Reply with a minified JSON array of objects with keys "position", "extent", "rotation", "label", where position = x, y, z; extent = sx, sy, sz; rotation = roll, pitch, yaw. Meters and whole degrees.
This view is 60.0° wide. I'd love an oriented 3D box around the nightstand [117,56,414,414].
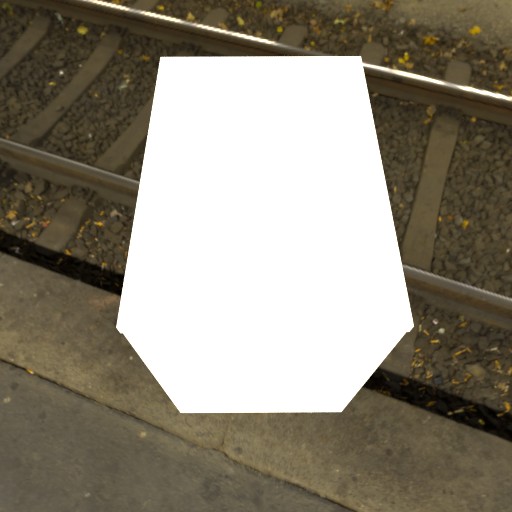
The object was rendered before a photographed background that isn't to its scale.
[{"position":[0.000,0.000,0.770],"extent":[0.325,0.460,0.441],"rotation":[0,60,0],"label":"nightstand"}]
